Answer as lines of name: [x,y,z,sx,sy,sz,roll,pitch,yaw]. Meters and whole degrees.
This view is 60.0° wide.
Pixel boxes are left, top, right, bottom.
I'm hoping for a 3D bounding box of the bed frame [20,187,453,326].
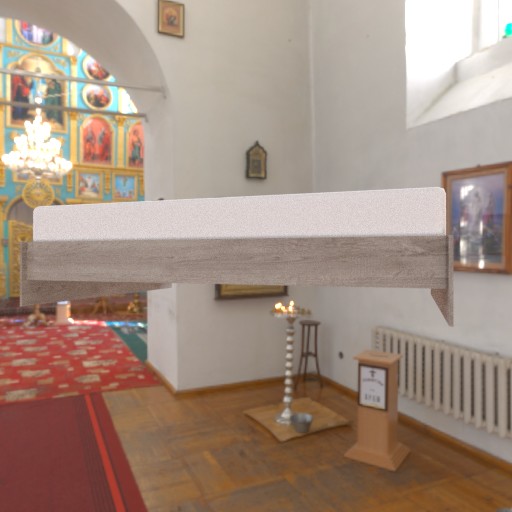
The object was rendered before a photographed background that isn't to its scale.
bed frame: [0.000,0.000,2.533,1.945,0.497,1.445,0,0,19]
